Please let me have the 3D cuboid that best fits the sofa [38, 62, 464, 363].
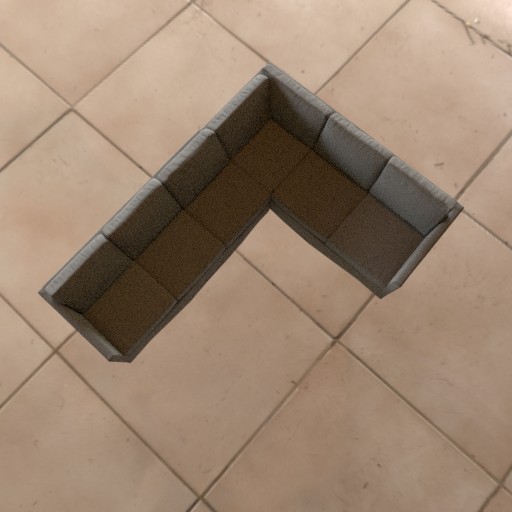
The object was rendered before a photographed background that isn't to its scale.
[{"bbox_3d":[0.000,0.000,4.278,2.432,0.871,3.182,40,80,9],"label":"sofa"}]
